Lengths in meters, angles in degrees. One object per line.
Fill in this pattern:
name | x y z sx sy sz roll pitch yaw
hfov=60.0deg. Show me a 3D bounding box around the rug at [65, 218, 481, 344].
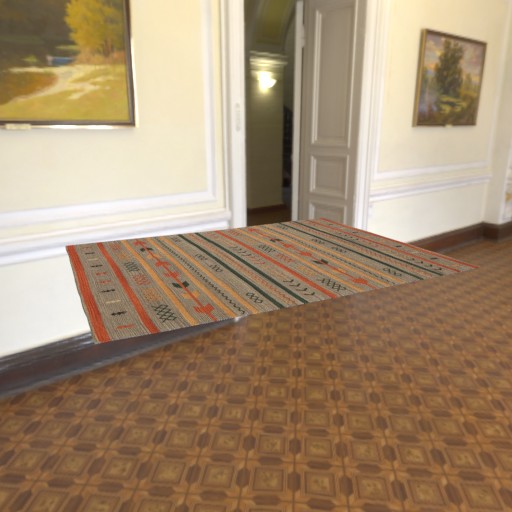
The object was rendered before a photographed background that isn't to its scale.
rug | 0.000 0.000 3.964 3.029 0.022 2.263 -8 18 -25
